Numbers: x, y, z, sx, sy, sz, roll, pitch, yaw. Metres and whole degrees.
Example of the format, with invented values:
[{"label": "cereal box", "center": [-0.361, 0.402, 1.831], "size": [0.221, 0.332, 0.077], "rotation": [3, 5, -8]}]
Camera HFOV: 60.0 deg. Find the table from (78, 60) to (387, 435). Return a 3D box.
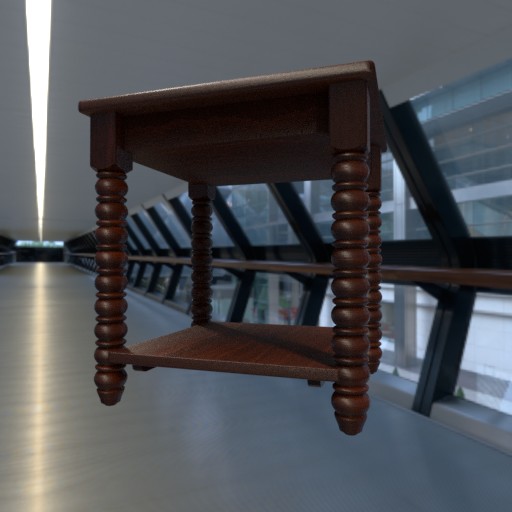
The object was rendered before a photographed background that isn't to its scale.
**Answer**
[{"label": "table", "center": [0.000, 0.000, 0.964], "size": [0.533, 0.567, 0.500], "rotation": [0, -1, 19]}]
